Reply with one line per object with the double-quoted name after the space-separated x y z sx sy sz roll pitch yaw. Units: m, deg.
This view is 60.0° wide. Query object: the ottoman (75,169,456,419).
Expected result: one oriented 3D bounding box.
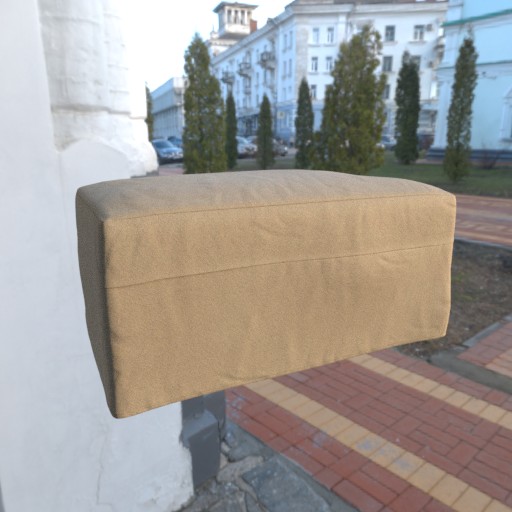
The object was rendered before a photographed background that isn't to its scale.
0.000 0.000 1.186 0.872 0.444 0.590 -7 16 -25 "ottoman"
